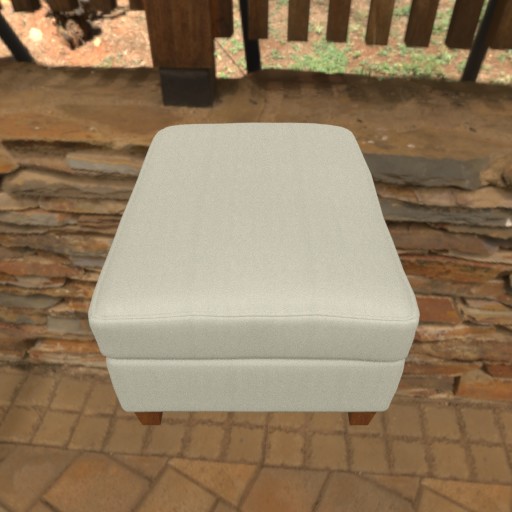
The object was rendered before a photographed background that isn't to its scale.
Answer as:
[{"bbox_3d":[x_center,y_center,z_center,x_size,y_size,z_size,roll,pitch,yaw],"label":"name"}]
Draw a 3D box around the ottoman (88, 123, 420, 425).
[{"bbox_3d":[0.000,0.000,1.224,0.634,0.496,0.818,0,41,0],"label":"ottoman"}]
